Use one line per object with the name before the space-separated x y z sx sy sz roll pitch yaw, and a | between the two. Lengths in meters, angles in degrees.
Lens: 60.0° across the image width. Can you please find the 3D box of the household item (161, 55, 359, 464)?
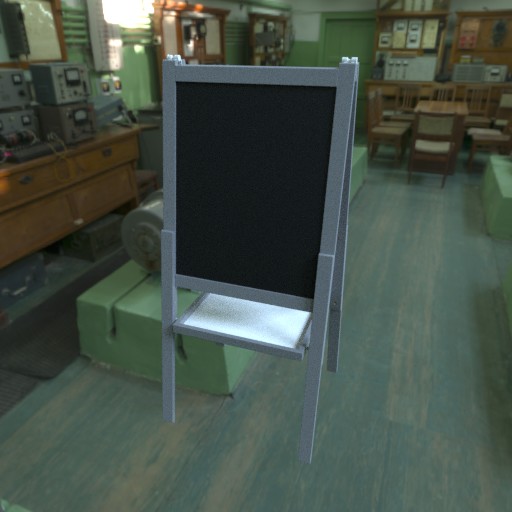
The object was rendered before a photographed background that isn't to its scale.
household item | 0.000 0.000 1.424 0.531 1.172 0.469 9 28 18
